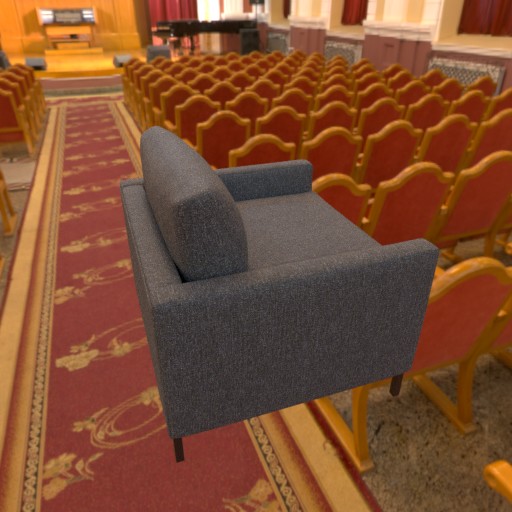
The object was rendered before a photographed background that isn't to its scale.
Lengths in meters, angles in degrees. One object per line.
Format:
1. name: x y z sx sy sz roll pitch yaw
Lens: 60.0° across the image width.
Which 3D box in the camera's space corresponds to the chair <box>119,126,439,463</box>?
1. chair: 0.000 0.000 1.655 0.866 0.861 0.963 -10 31 -17
